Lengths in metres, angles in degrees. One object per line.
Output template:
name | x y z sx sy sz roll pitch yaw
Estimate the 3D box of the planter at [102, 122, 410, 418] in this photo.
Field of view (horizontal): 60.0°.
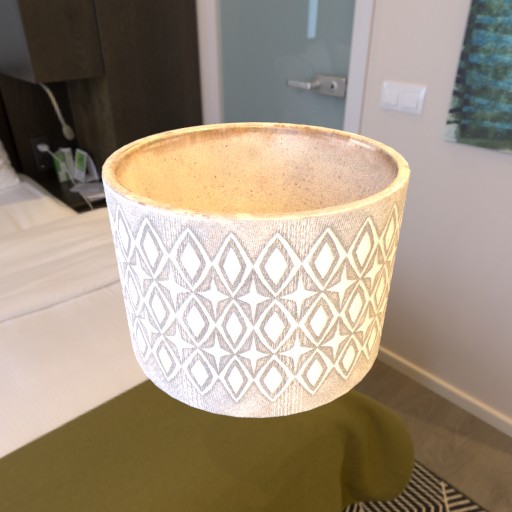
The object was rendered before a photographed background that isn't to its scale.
planter | 0.000 0.000 0.314 0.186 0.144 0.186 0 30 0
